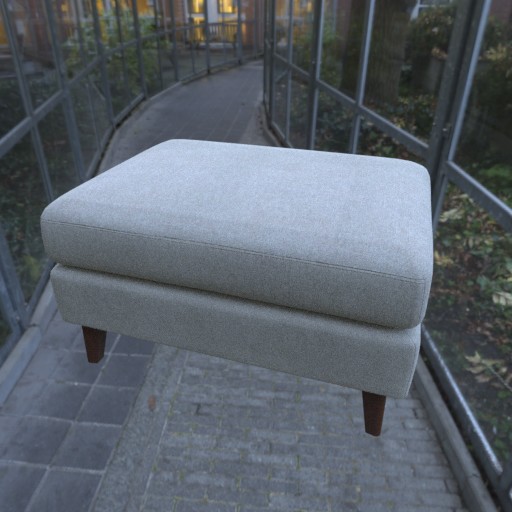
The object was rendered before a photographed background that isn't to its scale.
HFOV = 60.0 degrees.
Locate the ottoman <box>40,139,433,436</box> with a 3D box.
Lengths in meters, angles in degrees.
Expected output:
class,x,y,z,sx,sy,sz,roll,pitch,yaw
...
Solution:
class,x,y,z,sx,sy,sz,roll,pitch,yaw
ottoman,0.000,0.000,1.176,0.823,0.478,0.610,9,31,16
